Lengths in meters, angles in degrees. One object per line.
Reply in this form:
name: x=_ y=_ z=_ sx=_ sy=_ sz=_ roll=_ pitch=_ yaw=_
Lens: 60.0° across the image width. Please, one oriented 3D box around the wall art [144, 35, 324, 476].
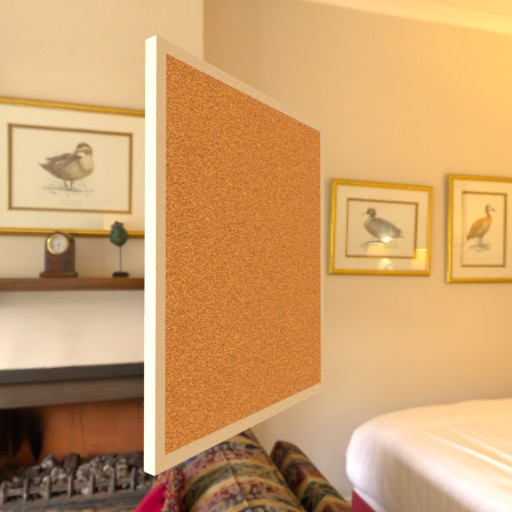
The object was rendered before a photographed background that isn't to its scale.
wall art: x=0.000 y=0.000 z=0.724 sx=0.020 sy=0.536 sz=0.444 roll=-1 pitch=-1 yaw=36
